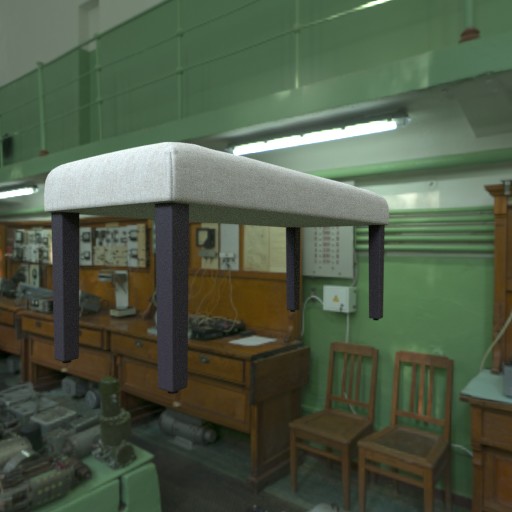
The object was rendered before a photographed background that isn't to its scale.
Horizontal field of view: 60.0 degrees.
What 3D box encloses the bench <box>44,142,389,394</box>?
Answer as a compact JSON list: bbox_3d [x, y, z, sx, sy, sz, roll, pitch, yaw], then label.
[{"bbox_3d":[0.000,0.000,1.252,0.407,0.456,1.013,1,2,36],"label":"bench"}]
